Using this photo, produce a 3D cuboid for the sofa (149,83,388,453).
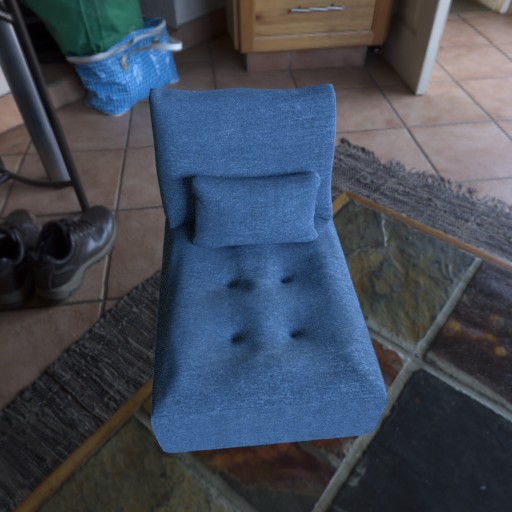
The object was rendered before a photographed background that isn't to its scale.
[{"bbox_3d":[0.000,0.000,1.539,0.700,0.820,1.000,-4,46,-4],"label":"sofa"}]
